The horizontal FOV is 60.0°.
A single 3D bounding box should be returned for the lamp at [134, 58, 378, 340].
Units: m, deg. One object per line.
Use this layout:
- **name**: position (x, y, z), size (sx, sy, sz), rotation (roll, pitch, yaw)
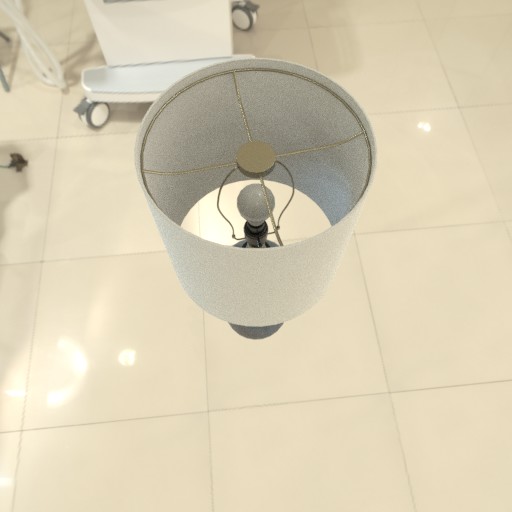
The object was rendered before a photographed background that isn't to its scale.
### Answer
- **lamp**: position (0.000, 0.000, 0.617), size (0.220, 0.475, 0.220), rotation (1, 64, 1)
